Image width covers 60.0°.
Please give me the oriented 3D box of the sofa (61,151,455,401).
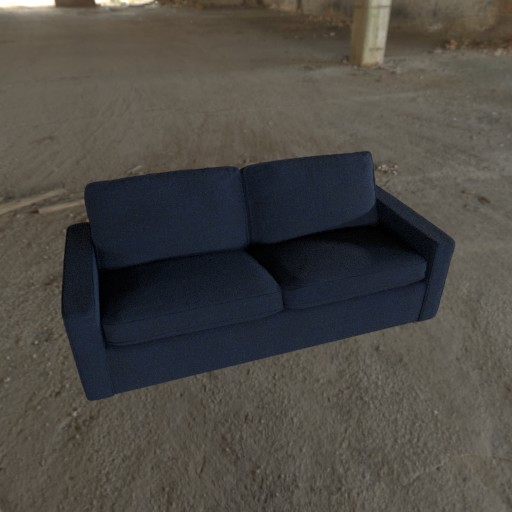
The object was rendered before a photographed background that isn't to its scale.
[{"bbox_3d":[0.000,0.000,2.601,2.080,0.919,0.940,-10,34,-15],"label":"sofa"}]
